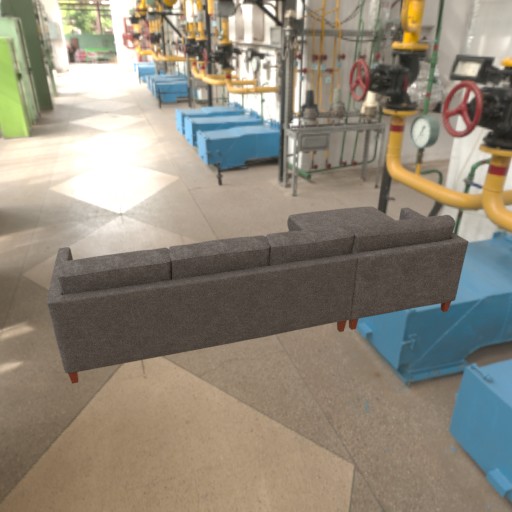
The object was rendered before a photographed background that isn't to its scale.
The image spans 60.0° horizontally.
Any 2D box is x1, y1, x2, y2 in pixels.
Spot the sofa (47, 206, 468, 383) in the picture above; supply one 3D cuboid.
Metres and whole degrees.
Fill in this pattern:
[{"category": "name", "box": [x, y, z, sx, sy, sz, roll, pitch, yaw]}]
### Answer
[{"category": "sofa", "box": [0.000, 0.000, 4.236, 3.471, 0.954, 1.606, -8, 27, -15]}]
